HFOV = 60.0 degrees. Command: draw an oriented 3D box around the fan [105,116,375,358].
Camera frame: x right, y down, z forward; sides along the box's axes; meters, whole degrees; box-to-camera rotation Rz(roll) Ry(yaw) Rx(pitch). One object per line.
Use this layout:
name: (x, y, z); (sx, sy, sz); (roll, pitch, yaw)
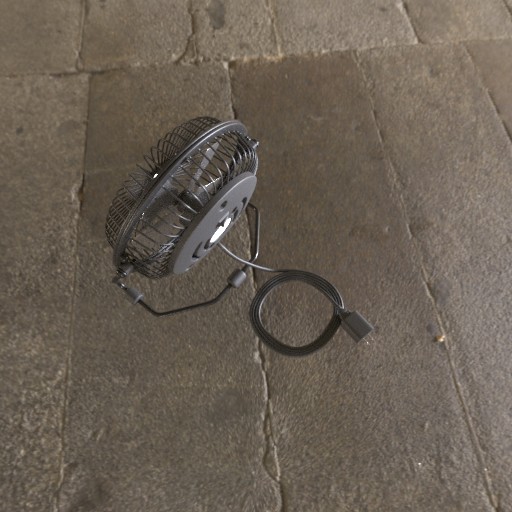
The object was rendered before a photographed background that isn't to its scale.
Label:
fan: (0.000, 0.000, 0.314); (0.202, 0.152, 0.153); (35, 68, 16)
